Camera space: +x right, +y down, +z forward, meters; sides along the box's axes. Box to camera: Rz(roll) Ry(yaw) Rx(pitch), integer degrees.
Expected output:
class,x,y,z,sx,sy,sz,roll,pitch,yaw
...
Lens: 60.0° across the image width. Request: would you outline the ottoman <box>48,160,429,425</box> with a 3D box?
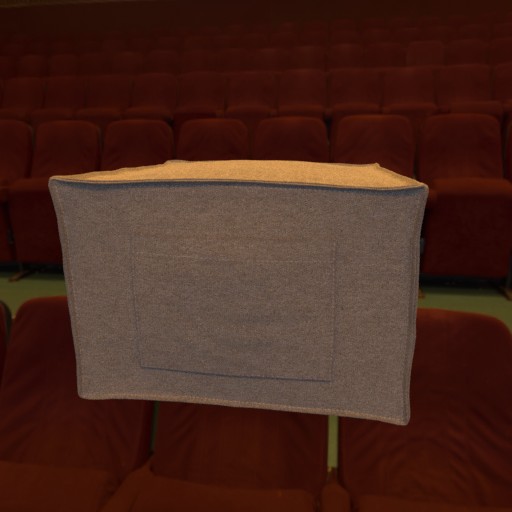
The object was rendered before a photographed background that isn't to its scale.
class,x,y,z,sx,sy,sz,roll,pitch,yaw
ottoman,0.000,0.000,1.132,0.707,0.470,0.696,2,14,7
